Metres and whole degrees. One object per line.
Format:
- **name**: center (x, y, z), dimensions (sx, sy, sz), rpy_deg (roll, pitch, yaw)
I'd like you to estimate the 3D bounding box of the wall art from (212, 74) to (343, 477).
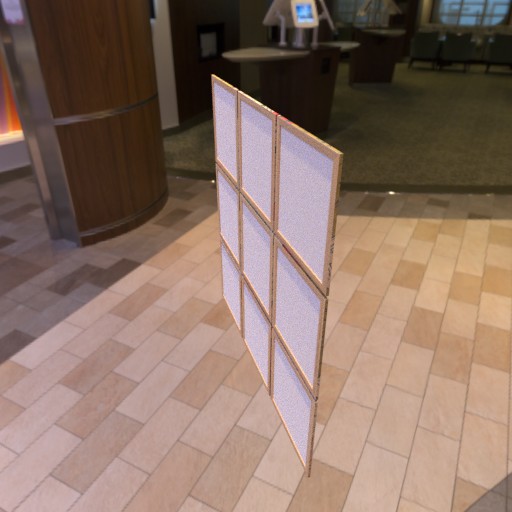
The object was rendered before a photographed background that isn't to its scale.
- **wall art**: center (0.000, 0.000, 2.282), dimensions (0.013, 1.534, 1.519), rpy_deg (-10, 32, -16)
